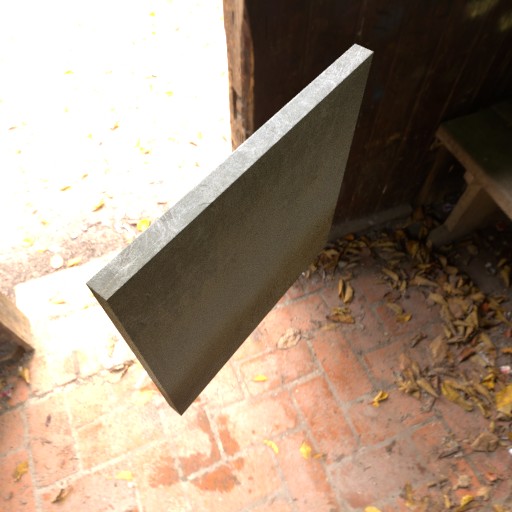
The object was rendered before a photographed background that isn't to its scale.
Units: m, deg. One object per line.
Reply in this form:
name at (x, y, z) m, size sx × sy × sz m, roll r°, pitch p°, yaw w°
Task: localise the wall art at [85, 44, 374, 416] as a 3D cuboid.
wall art at (0.000, 0.000, 0.907) m, size 0.038 × 0.610 × 0.610 m, roll 34°, pitch 64°, yaw 19°
